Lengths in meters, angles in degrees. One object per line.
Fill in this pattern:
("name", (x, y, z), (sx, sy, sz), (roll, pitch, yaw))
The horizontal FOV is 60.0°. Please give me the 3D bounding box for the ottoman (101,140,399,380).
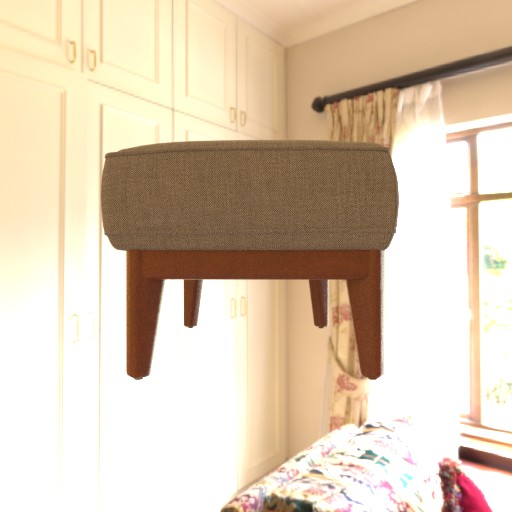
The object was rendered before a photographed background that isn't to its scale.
("ottoman", (0.000, 0.000, 1.129), (0.555, 0.458, 0.750), (0, -1, 0))
